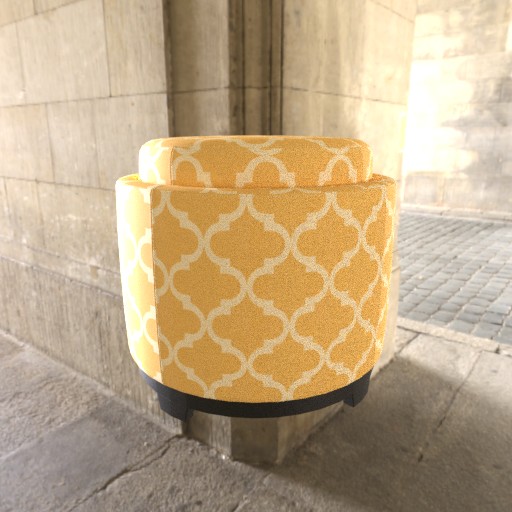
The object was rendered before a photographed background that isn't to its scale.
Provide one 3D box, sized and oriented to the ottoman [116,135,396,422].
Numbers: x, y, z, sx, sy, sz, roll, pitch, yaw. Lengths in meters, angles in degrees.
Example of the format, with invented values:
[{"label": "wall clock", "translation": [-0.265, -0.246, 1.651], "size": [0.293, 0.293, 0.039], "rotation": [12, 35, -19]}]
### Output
[{"label": "ottoman", "translation": [0.000, 0.000, 0.818], "size": [0.480, 0.429, 0.480], "rotation": [0, 15, 0]}]
